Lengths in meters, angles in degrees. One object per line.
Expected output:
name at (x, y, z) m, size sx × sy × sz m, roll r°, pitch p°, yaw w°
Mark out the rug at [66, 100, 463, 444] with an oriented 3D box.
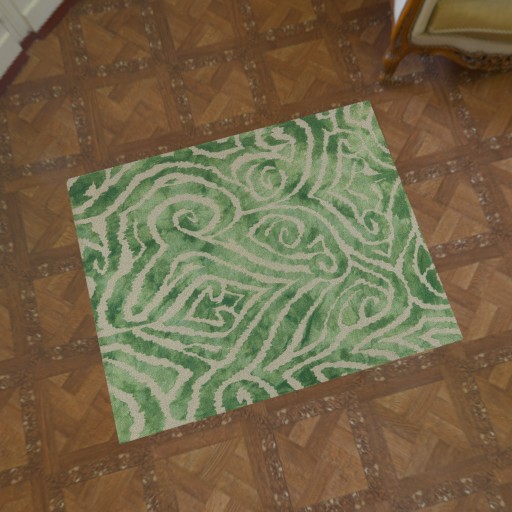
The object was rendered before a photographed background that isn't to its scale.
rug at (0.000, 0.000, 4.028) m, size 3.045 × 0.007 × 2.436 m, roll -16°, pitch 77°, yaw -4°
